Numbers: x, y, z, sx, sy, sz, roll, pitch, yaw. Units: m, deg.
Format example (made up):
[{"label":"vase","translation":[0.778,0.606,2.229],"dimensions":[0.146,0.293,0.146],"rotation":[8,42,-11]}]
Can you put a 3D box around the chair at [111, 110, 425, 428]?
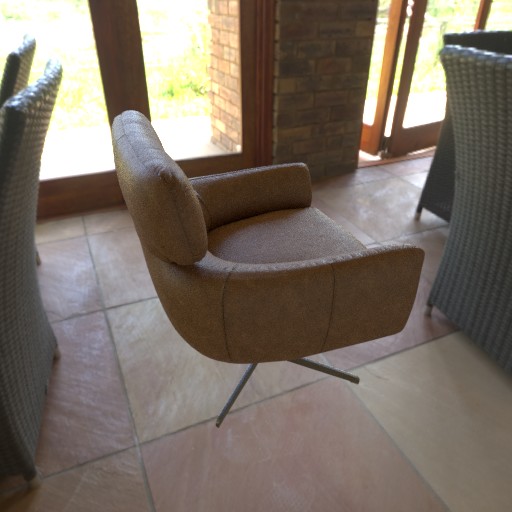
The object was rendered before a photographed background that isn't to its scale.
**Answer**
[{"label":"chair","translation":[0.000,0.000,1.331],"dimensions":[0.715,0.812,0.706],"rotation":[-11,33,-18]}]
